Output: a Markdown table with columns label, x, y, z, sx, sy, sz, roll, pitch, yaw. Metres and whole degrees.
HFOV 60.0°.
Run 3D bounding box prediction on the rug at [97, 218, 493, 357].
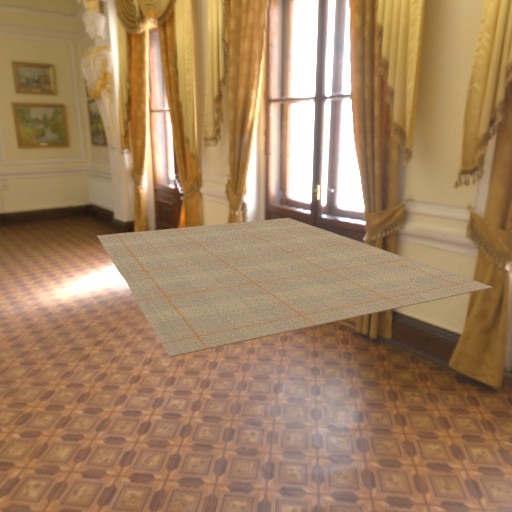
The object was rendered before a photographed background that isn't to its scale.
| label | x | y | z | sx | sy | sz | roll | pitch | yaw |
| --- | --- | --- | --- | --- | --- | --- | --- | --- | --- |
| rug | 0.000 | 0.000 | 4.099 | 2.448 | 0.021 | 3.051 | -7 | 17 | -25 |
